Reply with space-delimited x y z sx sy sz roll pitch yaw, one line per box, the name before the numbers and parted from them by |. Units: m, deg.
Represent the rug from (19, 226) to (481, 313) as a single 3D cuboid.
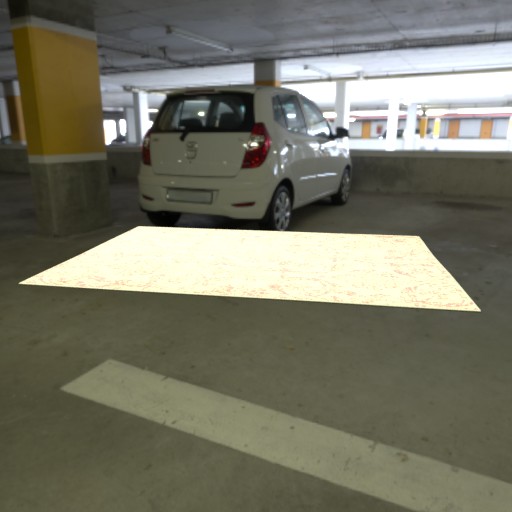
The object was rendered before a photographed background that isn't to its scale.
rug | 0.000 0.000 3.446 2.746 0.018 1.819 3 16 9
